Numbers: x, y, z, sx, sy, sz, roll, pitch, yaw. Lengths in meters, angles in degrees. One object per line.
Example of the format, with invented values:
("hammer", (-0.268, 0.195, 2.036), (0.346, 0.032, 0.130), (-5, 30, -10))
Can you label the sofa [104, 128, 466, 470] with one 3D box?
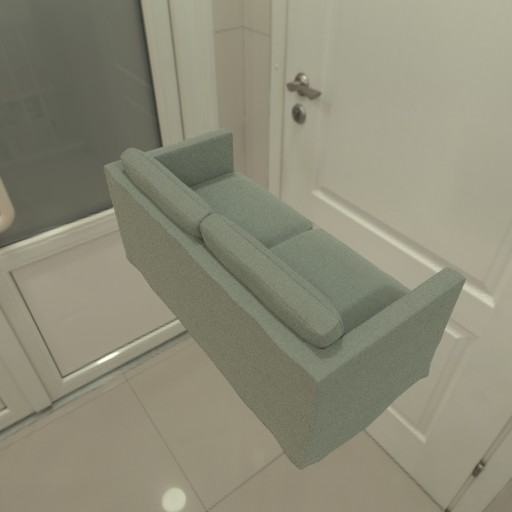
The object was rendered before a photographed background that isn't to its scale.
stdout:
("sofa", (0.000, 0.000, 2.560), (0.940, 0.870, 1.987), (-26, 47, -27))
